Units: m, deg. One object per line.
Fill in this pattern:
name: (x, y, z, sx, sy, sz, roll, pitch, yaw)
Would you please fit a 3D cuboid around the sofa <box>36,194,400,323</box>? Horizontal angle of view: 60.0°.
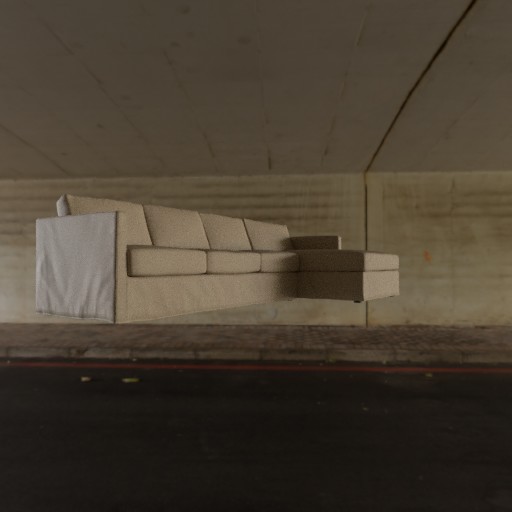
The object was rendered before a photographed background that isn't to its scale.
sofa: (0.000, 0.000, 3.999, 1.622, 0.871, 3.206, -1, -1, 35)
